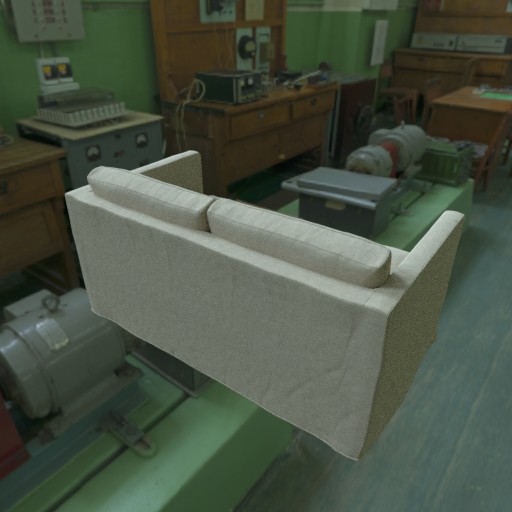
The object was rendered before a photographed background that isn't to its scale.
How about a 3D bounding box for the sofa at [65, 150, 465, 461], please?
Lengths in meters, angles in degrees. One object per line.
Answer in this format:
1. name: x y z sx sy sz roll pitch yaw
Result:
1. sofa: 0.000 0.000 2.244 1.719 0.835 0.962 20 35 31
